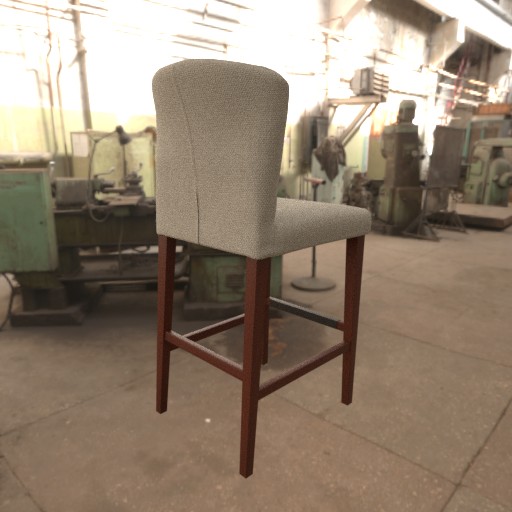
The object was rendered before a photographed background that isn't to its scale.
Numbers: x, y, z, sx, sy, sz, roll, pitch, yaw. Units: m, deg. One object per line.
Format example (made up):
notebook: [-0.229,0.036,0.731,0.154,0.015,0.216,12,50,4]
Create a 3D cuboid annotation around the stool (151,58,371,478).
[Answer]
stool: [0.000,0.000,1.387,0.568,1.069,0.481,-14,19,-43]
